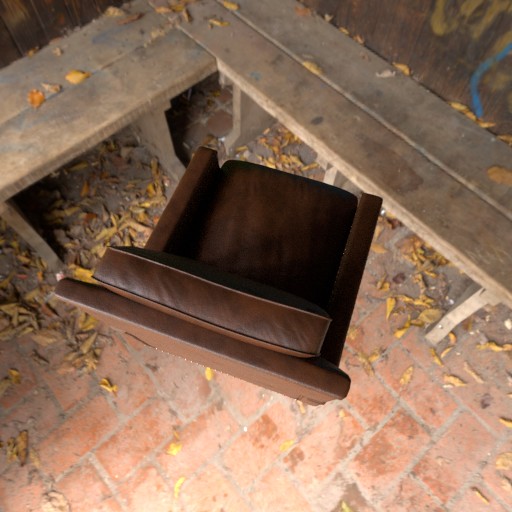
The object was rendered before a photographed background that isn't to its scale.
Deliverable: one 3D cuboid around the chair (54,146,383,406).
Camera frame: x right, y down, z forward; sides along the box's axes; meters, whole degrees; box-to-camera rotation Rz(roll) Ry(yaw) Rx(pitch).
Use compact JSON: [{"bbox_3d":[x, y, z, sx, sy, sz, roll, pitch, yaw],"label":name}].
[{"bbox_3d":[0.000,0.000,1.788,0.854,1.054,1.035,18,65,9],"label":"chair"}]
